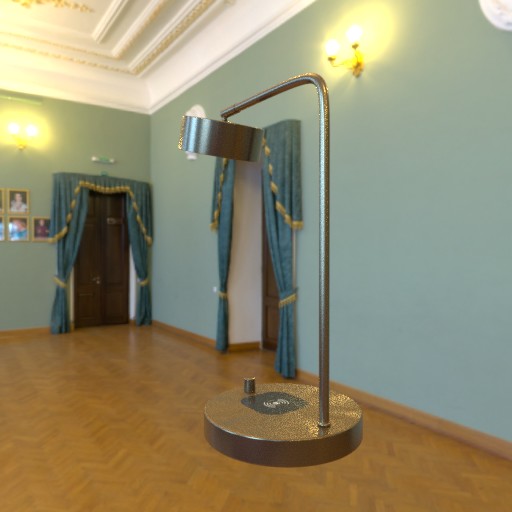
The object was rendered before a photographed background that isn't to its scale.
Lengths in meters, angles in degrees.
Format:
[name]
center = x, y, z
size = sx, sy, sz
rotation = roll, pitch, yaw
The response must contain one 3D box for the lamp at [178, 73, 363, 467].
[lamp]
center = 0.000, 0.000, 0.523
size = 0.171, 0.380, 0.270
rotation = -1, 1, -36
